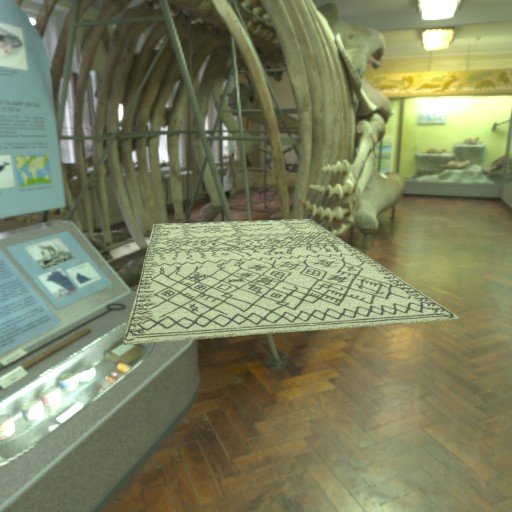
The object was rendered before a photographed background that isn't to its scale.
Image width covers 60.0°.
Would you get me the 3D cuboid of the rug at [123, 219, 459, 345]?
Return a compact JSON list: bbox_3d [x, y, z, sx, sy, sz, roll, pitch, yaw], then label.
[{"bbox_3d":[0.000,0.000,4.871,2.393,0.019,3.824,-3,16,-9],"label":"rug"}]
